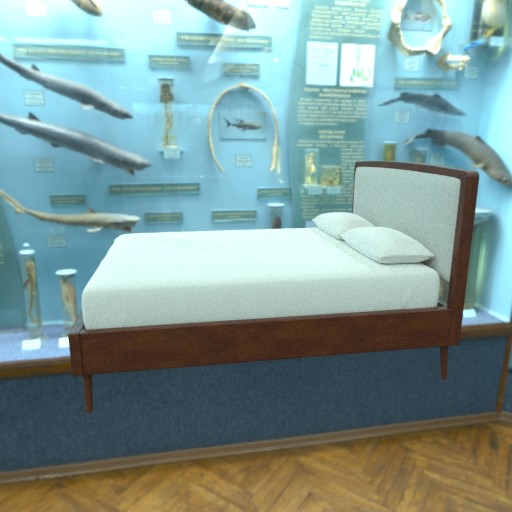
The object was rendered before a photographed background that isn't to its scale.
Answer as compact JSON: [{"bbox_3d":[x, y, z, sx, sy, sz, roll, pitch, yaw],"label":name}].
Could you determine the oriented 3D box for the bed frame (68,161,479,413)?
[{"bbox_3d":[0.000,0.000,3.106,2.171,1.279,1.587,-2,14,-9],"label":"bed frame"}]
